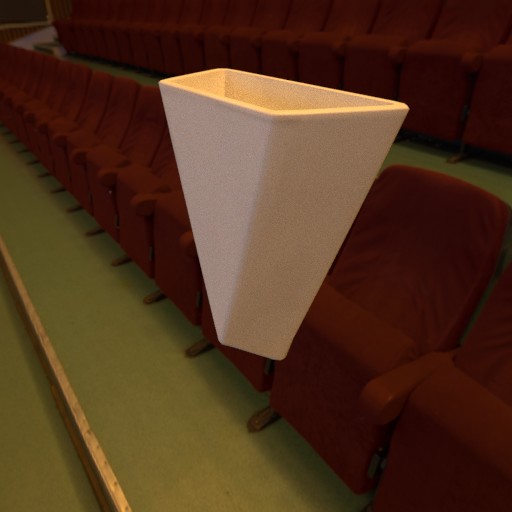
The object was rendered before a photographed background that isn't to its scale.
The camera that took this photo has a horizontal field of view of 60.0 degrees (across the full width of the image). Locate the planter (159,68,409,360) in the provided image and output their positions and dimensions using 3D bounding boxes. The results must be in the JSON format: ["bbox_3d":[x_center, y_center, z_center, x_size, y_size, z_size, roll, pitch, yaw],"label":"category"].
[{"bbox_3d":[0.000,0.000,0.275,0.060,0.197,0.150,-20,36,-31],"label":"planter"}]
